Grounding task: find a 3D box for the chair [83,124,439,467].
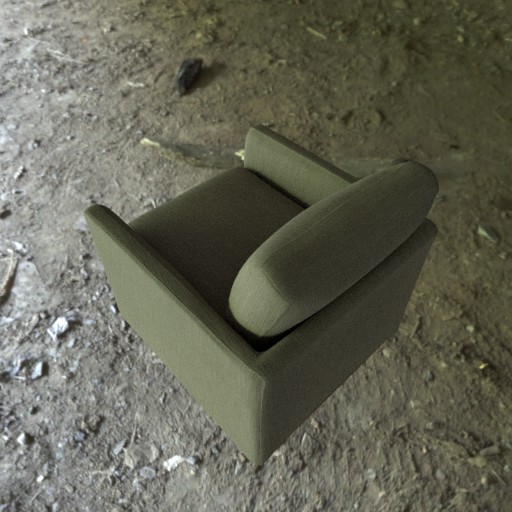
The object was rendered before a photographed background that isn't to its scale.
[{"bbox_3d":[0.000,0.000,1.483,0.763,0.811,0.834,-34,55,-28],"label":"chair"}]
